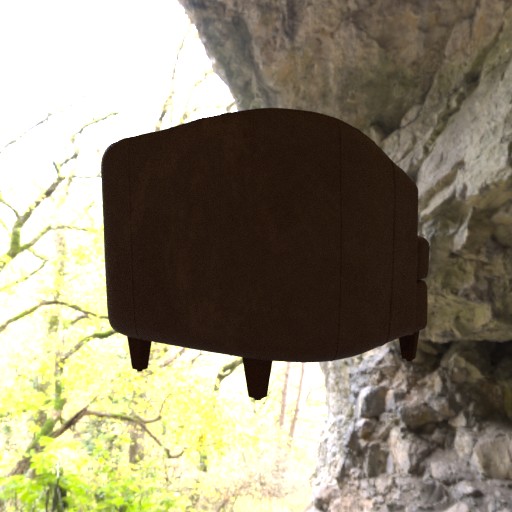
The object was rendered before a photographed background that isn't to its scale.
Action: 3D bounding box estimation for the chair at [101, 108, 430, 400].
[{"bbox_3d":[0.000,0.000,1.741,1.119,0.836,0.911,0,1,36],"label":"chair"}]
